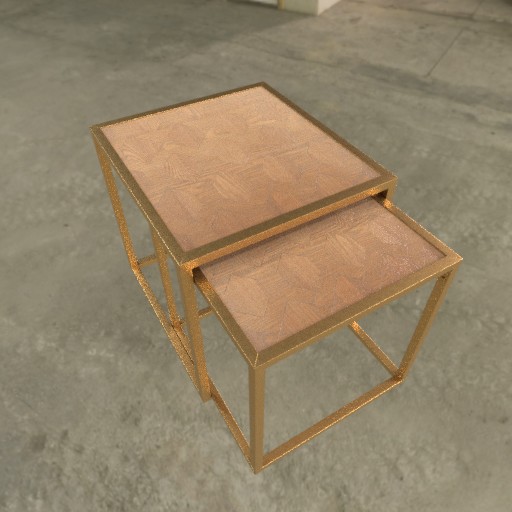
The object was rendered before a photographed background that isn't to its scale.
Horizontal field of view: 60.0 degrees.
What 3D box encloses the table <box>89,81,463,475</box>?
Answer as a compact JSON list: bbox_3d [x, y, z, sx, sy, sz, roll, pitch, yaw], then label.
[{"bbox_3d":[0.000,0.000,1.126,0.505,0.505,0.762,-23,50,-21],"label":"table"}]
